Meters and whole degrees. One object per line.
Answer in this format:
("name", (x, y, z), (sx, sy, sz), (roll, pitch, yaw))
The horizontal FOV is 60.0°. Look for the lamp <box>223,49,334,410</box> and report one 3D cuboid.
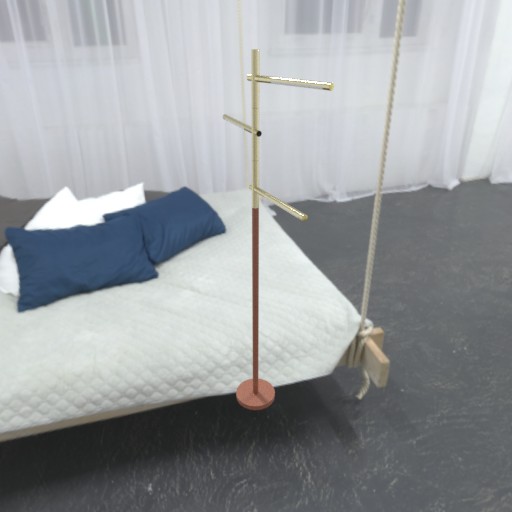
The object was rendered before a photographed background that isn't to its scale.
("lamp", (0.000, 0.000, 2.015), (0.209, 1.704, 0.737), (-18, 32, -32))
